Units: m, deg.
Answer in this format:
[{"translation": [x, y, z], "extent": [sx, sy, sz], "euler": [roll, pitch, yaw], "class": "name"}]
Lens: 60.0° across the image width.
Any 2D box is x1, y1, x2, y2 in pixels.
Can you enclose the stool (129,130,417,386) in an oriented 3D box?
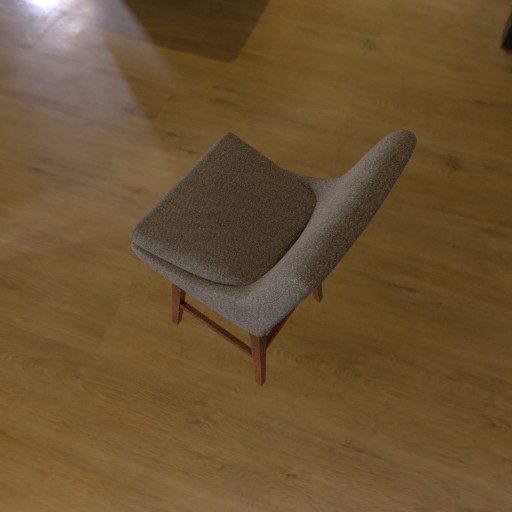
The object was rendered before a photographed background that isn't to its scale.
[{"translation": [0.000, 0.000, 1.395], "extent": [0.572, 1.068, 0.489], "euler": [32, 67, 15], "class": "stool"}]
